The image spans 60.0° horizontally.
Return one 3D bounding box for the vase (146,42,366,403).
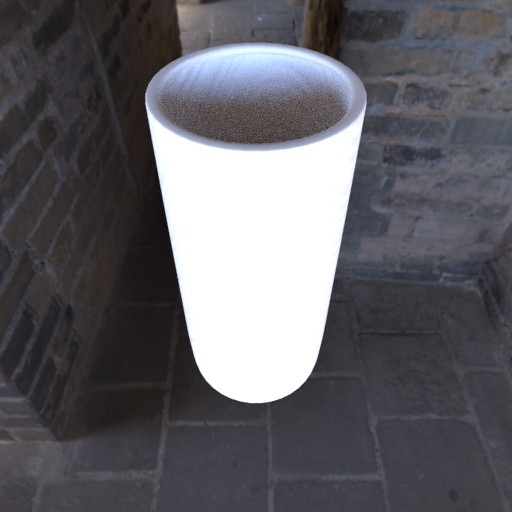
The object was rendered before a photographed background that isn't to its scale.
[{"bbox_3d":[0.000,0.000,0.395,0.143,0.316,0.143,0,48,0],"label":"vase"}]
